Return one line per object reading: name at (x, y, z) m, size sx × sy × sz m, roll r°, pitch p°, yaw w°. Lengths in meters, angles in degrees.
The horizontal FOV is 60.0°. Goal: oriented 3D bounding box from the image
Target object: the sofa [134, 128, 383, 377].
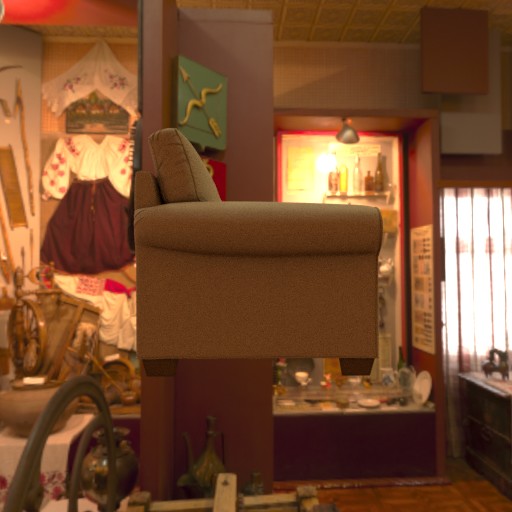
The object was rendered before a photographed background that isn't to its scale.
sofa at (0.000, 0.000, 2.507) m, size 0.940 × 0.952 × 1.930 m, roll 0°, pitch -2°, yaw -1°
